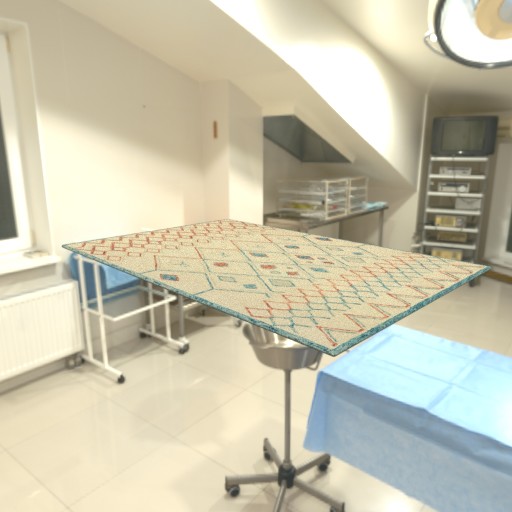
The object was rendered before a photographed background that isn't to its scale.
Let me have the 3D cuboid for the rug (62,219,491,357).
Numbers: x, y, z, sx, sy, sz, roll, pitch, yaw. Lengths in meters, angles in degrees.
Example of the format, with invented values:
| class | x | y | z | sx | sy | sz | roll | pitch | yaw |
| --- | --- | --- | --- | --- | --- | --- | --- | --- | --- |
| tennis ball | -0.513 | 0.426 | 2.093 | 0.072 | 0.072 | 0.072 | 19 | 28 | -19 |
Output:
| class | x | y | z | sx | sy | sz | roll | pitch | yaw |
| --- | --- | --- | --- | --- | --- | --- | --- | --- | --- |
| rug | 0.000 | 0.000 | 2.239 | 1.219 | 0.016 | 1.829 | -14 | 20 | -43 |
